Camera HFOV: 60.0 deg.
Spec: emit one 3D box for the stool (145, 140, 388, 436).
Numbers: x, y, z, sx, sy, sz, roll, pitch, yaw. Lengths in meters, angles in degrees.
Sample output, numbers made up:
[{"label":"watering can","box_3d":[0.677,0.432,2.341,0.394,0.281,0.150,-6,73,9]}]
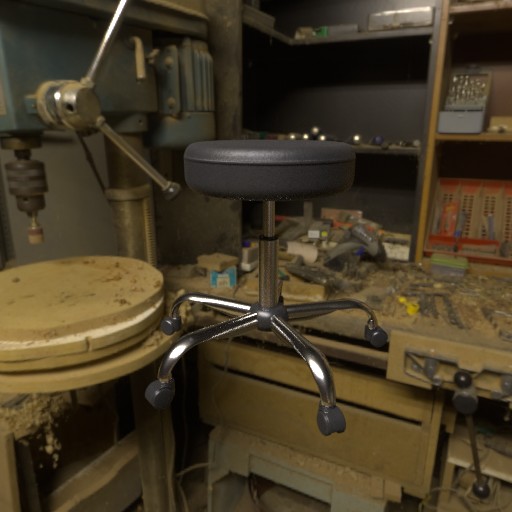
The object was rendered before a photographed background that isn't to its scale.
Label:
[{"label":"stool","box_3d":[0.000,0.000,1.155,0.638,0.576,0.673,9,19,26]}]
